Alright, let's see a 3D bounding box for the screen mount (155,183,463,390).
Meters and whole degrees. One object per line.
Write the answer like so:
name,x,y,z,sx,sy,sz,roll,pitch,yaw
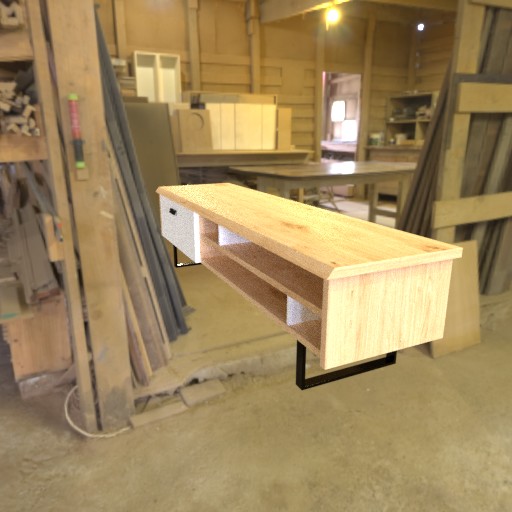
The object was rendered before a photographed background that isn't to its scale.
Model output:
screen mount,0.000,0.000,1.925,0.450,0.430,1.700,-8,18,-25
